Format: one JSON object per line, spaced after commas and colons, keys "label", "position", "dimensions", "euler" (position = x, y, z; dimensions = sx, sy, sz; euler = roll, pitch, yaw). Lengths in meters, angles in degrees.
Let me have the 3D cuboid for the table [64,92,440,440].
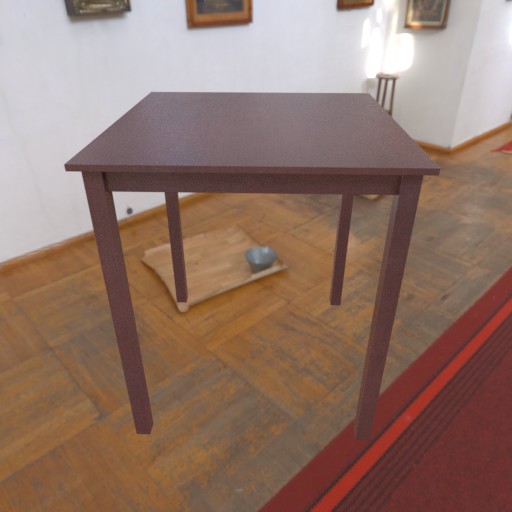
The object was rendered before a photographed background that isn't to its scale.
{"label": "table", "position": [0.000, 0.000, 1.636], "dimensions": [0.861, 0.991, 0.861], "euler": [1, 31, 2]}
